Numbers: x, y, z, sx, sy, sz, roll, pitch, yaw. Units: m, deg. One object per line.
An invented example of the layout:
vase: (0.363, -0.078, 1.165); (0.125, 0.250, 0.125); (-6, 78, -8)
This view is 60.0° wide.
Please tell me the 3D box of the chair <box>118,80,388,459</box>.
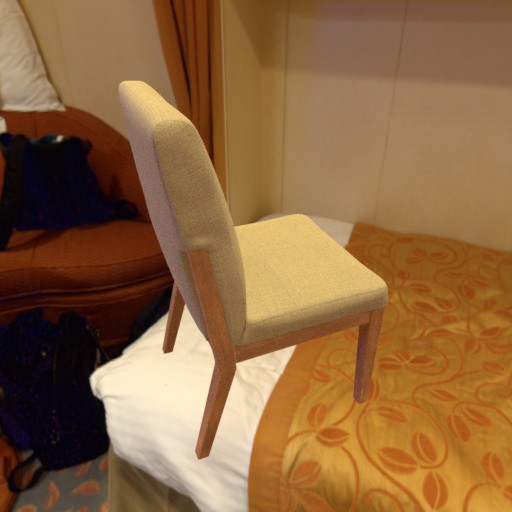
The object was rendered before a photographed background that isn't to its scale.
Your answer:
chair: (0.000, 0.000, 1.253); (0.586, 0.911, 0.507); (-11, 32, -19)
